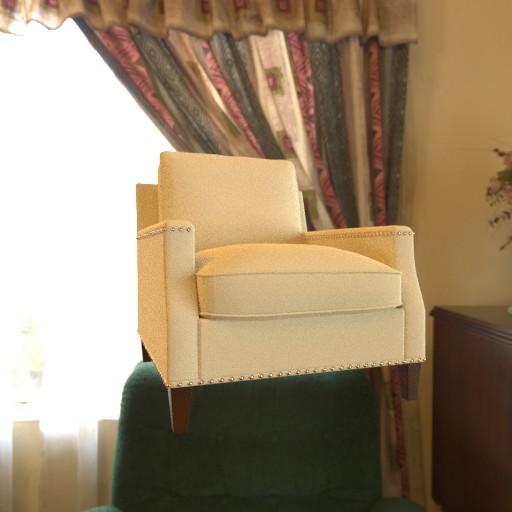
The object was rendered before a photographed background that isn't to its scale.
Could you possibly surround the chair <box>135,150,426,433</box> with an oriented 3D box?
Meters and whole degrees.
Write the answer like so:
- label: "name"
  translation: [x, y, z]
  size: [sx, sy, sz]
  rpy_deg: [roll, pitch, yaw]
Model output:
- label: "chair"
  translation: [0.000, 0.000, 1.752]
  size: [0.853, 0.943, 1.014]
  rpy_deg: [0, 1, -20]
